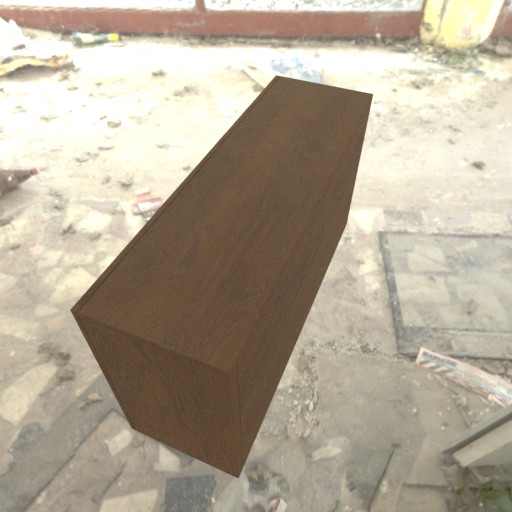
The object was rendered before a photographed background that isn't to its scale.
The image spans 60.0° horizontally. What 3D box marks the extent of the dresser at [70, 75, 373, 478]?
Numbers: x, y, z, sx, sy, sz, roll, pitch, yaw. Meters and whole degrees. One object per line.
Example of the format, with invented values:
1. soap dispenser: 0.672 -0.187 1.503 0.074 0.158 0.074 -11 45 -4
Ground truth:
1. dresser: 0.000 0.000 1.943 0.512 0.889 1.523 17 50 16
